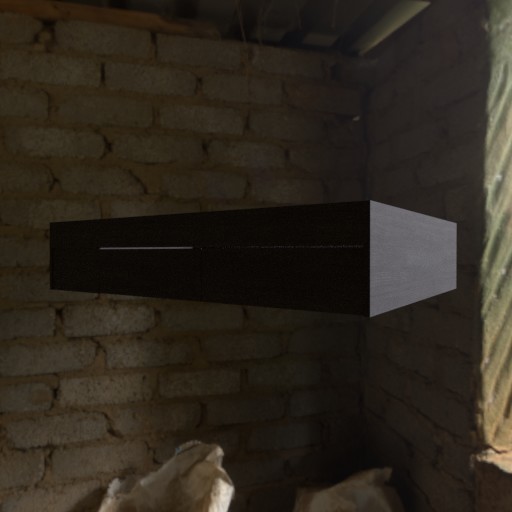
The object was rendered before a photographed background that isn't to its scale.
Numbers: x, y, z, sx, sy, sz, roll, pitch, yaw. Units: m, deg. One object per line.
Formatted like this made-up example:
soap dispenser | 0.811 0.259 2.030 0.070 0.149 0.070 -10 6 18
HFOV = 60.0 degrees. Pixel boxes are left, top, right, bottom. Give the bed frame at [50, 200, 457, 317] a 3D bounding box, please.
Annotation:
bed frame | 0.000 0.000 2.641 1.944 0.459 1.448 0 1 35
